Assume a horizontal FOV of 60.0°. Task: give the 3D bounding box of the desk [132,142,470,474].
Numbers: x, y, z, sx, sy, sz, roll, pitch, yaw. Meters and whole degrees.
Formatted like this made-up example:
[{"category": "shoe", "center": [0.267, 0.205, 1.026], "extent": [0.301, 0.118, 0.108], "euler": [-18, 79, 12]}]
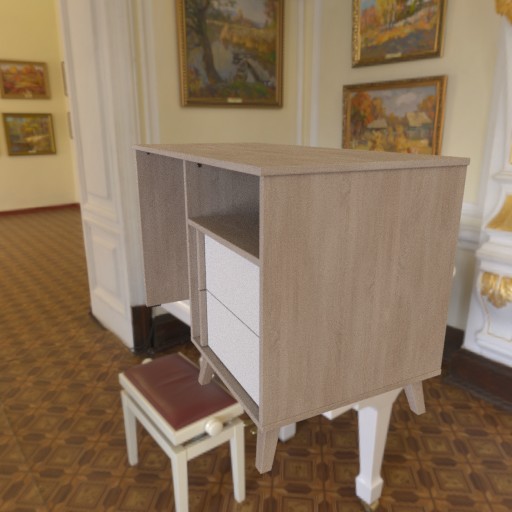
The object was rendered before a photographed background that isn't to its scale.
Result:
[{"category": "desk", "center": [0.000, 0.000, 1.645], "extent": [0.600, 0.770, 1.251], "euler": [-8, 18, -25]}]
